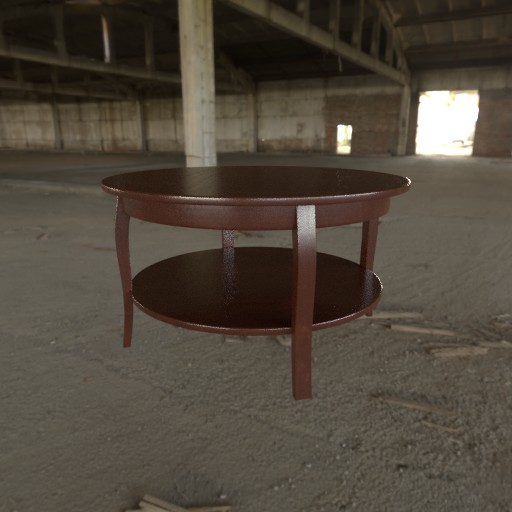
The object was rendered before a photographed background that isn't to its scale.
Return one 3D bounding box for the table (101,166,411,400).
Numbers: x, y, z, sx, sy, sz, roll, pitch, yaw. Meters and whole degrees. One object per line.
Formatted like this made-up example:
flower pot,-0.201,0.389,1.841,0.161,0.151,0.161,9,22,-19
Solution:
table,0.000,0.000,1.443,0.911,0.512,0.911,0,16,0
